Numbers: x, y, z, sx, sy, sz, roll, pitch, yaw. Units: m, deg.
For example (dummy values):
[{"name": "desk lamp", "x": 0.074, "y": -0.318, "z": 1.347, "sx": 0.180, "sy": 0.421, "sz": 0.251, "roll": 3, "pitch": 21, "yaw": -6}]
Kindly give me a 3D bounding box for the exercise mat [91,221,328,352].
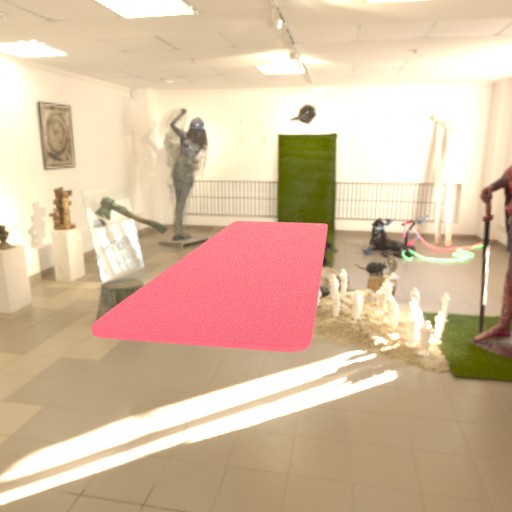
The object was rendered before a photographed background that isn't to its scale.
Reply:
[{"name": "exercise mat", "x": 0.000, "y": 0.000, "z": 2.051, "sx": 0.616, "sy": 0.021, "sz": 1.884, "roll": 3, "pitch": 14, "yaw": 10}]
